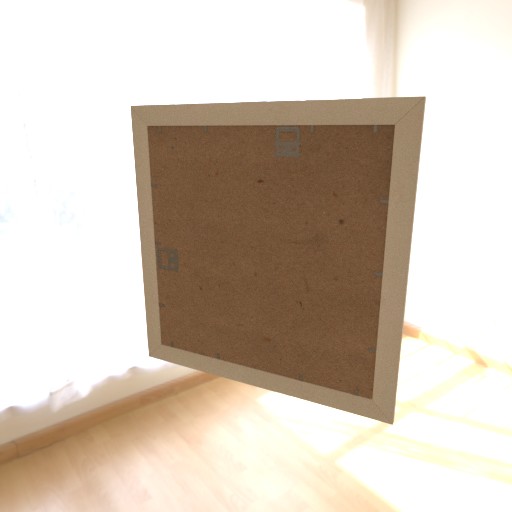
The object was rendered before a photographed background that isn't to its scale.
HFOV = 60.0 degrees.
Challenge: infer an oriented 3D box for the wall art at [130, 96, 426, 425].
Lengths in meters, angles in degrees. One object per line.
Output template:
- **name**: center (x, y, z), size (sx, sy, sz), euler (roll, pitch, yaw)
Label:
- **wall art**: center (0.000, 0.000, 0.890), size (0.584, 0.584, 0.013), euler (8, 18, 26)
